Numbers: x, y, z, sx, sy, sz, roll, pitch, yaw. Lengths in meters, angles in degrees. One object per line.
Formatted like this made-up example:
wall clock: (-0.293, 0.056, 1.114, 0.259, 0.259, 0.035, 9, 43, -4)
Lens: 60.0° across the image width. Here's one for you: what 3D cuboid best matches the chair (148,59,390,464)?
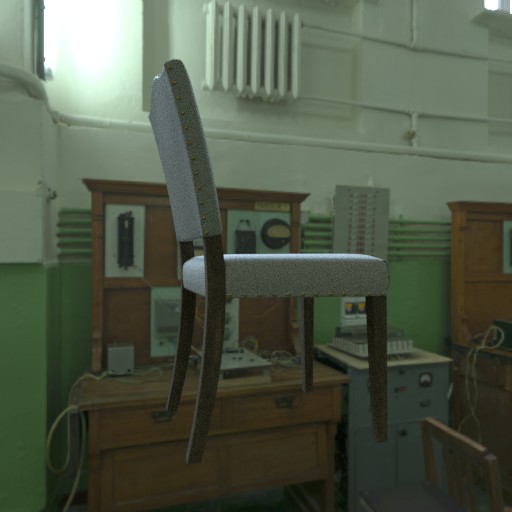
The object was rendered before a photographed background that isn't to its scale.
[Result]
chair: (0.000, 0.000, 1.358, 0.620, 1.020, 0.508, 0, 0, -19)
